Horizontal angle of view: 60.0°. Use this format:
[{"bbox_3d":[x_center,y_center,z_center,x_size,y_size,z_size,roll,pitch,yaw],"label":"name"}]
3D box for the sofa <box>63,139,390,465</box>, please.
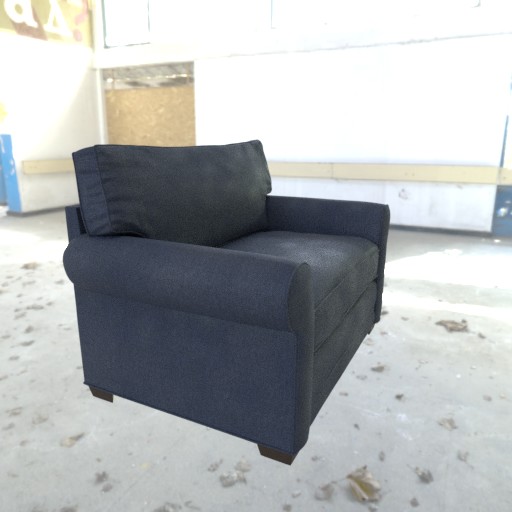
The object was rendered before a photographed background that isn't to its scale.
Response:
[{"bbox_3d":[0.000,0.000,1.998,0.938,1.004,1.405,8,17,26],"label":"sofa"}]
